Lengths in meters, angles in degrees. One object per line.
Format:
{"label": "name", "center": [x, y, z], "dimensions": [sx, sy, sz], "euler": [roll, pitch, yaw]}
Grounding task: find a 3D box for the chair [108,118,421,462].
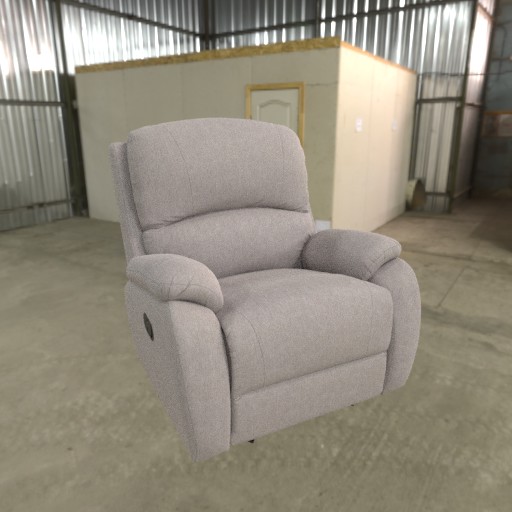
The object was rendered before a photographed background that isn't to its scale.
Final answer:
{"label": "chair", "center": [0.000, 0.000, 1.694], "dimensions": [0.930, 1.011, 0.899], "euler": [-9, 19, -27]}
